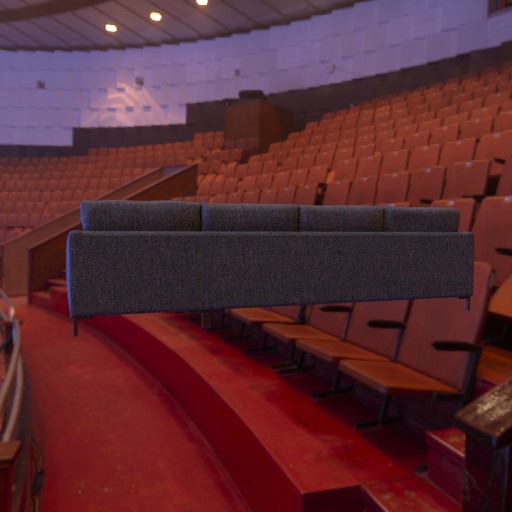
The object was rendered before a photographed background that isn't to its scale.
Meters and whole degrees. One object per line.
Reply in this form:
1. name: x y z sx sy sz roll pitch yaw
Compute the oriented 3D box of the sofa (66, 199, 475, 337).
1. sofa: 0.000 0.000 3.635 2.737 0.753 1.879 -1 3 -18
